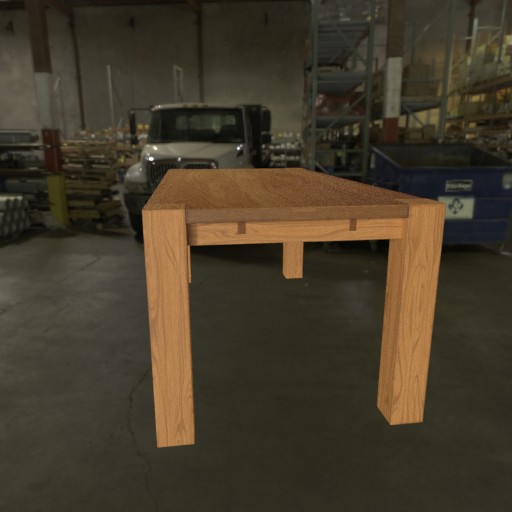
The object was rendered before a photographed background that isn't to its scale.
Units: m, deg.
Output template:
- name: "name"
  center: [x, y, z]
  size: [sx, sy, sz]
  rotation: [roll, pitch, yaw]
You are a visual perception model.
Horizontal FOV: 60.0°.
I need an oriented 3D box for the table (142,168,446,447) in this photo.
- name: "table"
  center: [0.000, 0.000, 2.235]
  size: [0.900, 0.760, 1.800]
  rotation: [-2, 15, -8]
